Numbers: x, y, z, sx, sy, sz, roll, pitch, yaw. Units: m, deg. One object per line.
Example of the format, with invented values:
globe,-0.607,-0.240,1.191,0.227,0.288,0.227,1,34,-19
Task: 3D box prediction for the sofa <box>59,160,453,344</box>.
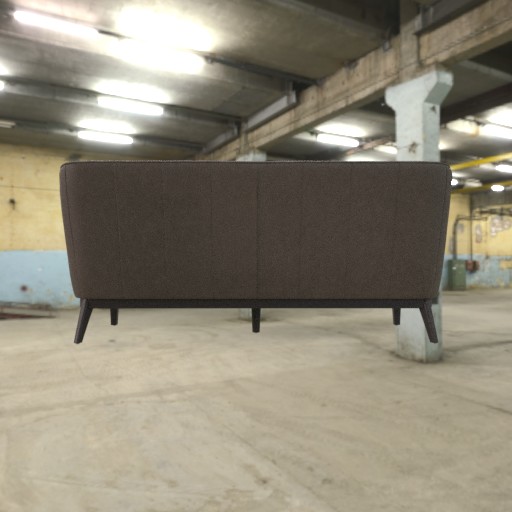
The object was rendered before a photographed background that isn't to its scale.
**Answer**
sofa,0.000,0.000,2.363,1.928,0.831,0.869,0,-2,0
